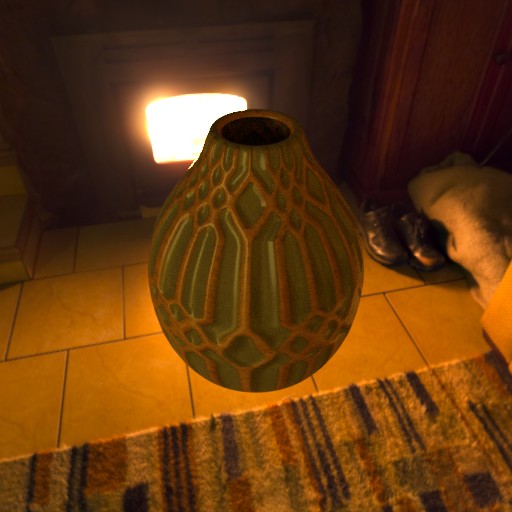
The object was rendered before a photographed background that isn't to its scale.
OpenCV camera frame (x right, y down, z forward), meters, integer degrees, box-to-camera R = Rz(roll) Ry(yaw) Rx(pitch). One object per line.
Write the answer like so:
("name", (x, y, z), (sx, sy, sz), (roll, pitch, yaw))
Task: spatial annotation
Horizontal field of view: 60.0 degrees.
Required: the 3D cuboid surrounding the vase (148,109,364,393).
("vase", (0.000, 0.000, 0.142), (0.069, 0.088, 0.069), (0, 41, 0))
